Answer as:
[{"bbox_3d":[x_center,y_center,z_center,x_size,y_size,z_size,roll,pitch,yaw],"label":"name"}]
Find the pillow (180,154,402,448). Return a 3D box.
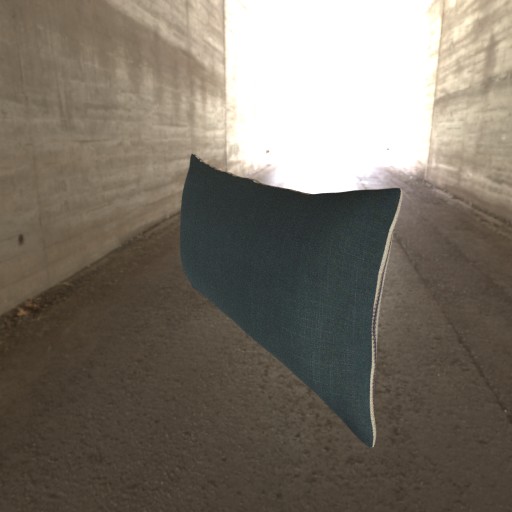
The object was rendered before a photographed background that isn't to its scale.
[{"bbox_3d":[0.000,0.000,0.725,0.151,0.305,0.609,-8,17,-26],"label":"pillow"}]
